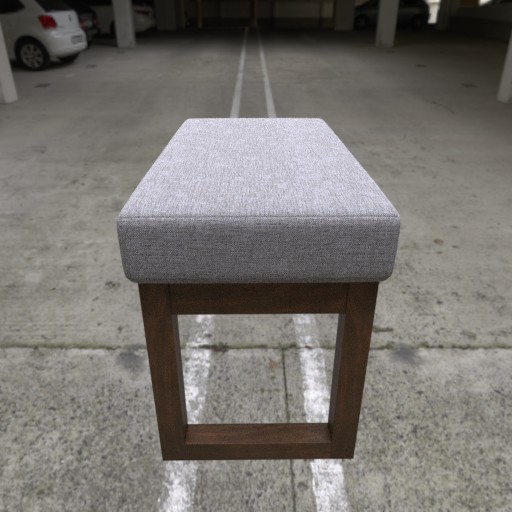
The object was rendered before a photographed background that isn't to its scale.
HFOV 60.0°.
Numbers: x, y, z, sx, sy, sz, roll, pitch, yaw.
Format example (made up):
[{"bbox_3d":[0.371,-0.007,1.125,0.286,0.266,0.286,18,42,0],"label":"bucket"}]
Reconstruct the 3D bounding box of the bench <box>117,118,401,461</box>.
[{"bbox_3d":[0.000,0.000,0.950,0.366,0.467,0.681,0,27,-1],"label":"bench"}]
